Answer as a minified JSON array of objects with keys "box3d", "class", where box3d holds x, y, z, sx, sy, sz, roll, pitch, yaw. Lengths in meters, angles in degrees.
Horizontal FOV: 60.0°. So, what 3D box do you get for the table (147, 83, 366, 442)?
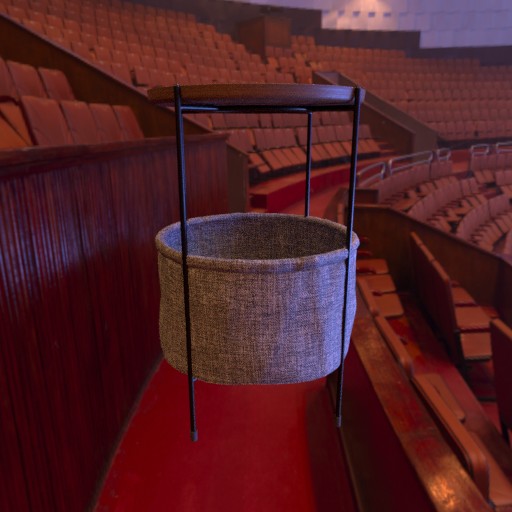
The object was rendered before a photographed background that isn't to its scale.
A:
[{"box3d":[0.000,0.000,0.893,0.400,0.623,0.400,-2,17,-8],"class":"table"}]
